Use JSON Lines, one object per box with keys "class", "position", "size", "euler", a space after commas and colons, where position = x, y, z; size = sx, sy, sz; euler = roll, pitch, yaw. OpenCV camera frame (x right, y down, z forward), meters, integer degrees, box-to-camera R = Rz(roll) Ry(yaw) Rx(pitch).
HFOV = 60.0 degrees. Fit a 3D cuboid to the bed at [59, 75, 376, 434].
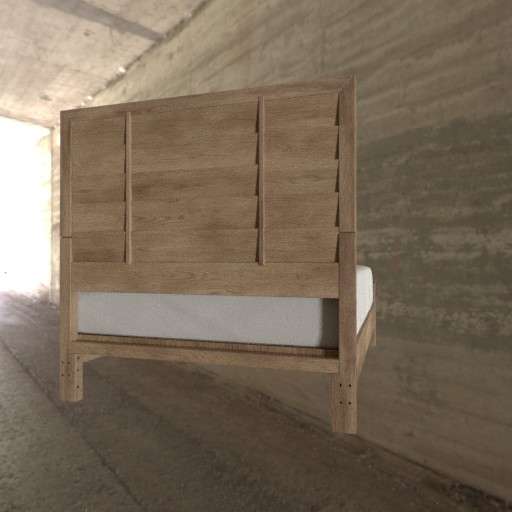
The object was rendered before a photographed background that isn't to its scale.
{"class": "bed", "position": [0.000, 0.000, 3.290], "size": [1.626, 1.626, 2.197], "euler": [0, 0, 17]}
